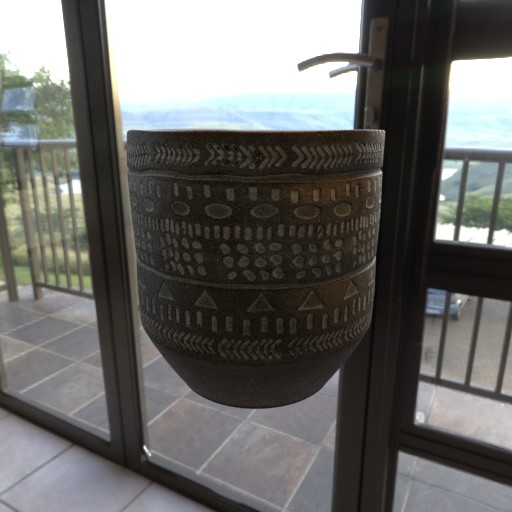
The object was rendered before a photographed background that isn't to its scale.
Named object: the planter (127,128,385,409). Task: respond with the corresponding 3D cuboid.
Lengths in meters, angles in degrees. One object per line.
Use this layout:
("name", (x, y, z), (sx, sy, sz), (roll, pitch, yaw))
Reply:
("planter", (0.000, 0.000, 0.271), (0.142, 0.149, 0.142), (0, 16, 0))
